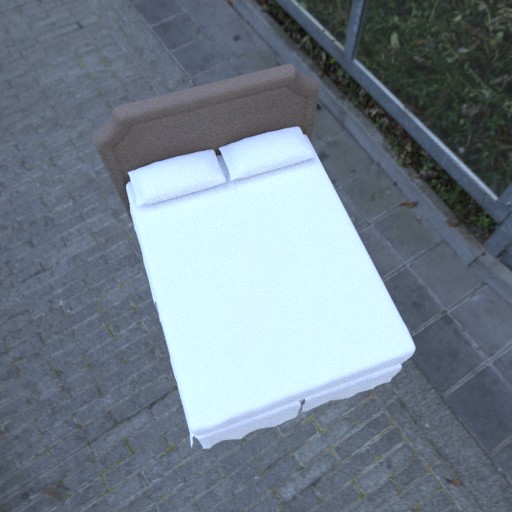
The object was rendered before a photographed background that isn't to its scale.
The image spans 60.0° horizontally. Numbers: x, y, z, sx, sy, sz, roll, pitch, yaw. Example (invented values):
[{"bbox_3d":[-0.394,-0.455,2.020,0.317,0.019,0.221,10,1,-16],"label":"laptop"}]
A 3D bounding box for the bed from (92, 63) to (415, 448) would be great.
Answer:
[{"bbox_3d":[0.000,0.000,3.138,1.693,1.290,2.116,-17,65,-8],"label":"bed"}]
